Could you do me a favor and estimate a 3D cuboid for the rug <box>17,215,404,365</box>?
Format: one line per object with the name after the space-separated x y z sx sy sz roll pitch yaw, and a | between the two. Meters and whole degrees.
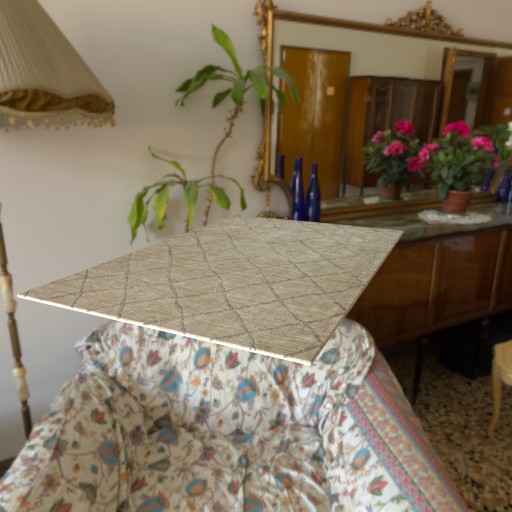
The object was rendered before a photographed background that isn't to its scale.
0.000 0.000 2.856 1.521 0.015 2.280 8 18 24 | rug
